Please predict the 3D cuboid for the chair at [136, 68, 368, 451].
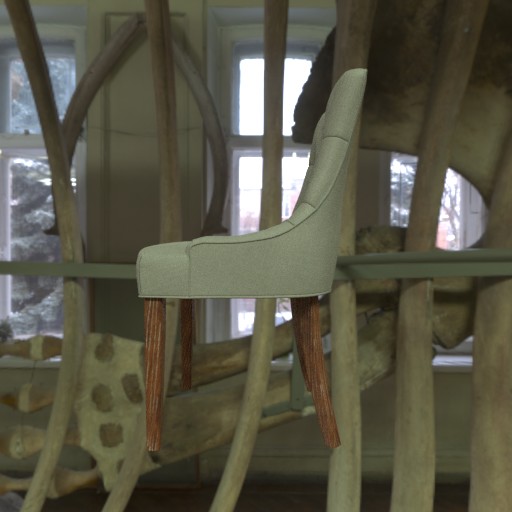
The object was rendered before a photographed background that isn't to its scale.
[{"bbox_3d":[0.000,0.000,1.225,0.565,0.874,0.509,0,0,1],"label":"chair"}]
